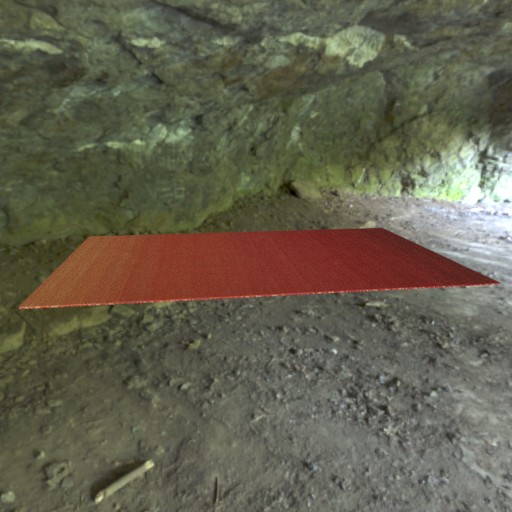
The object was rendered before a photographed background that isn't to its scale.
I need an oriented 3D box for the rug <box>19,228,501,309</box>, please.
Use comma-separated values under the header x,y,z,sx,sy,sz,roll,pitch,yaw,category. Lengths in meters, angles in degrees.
x,y,z,sx,sy,sz,roll,pitch,yaw,category
0.000,0.000,2.939,2.442,0.010,1.531,-2,15,-8,rug
